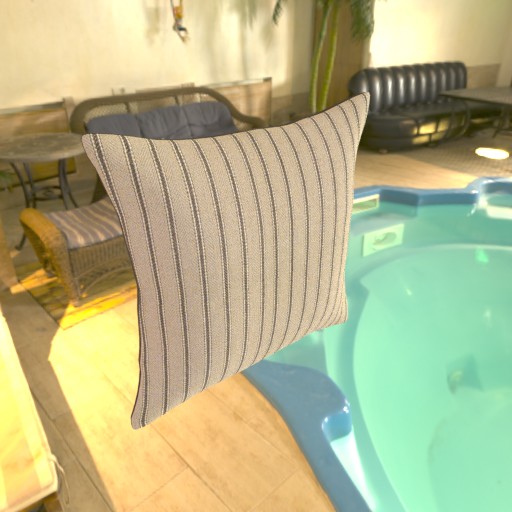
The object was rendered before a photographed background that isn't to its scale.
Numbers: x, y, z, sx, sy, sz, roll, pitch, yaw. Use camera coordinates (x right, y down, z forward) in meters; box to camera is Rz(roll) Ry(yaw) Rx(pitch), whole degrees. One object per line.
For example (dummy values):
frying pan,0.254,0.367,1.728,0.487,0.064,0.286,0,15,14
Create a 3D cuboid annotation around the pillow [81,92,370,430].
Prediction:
pillow,0.000,0.000,0.687,0.468,0.444,0.138,-20,34,-33
